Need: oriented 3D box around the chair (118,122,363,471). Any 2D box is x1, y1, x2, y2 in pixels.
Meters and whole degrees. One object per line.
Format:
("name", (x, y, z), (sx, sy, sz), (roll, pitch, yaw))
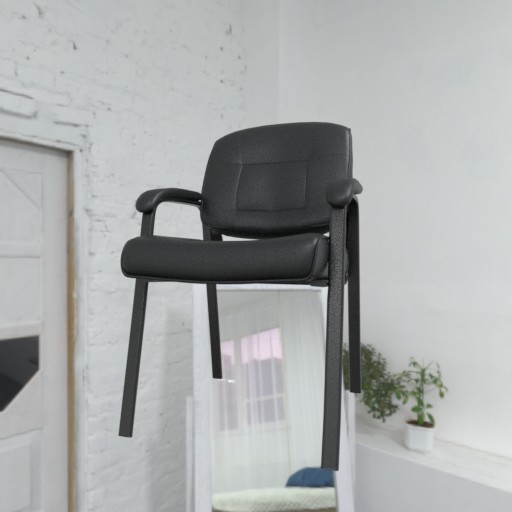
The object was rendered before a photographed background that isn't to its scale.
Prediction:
("chair", (0.000, 0.000, 1.279), (0.591, 0.910, 0.668), (0, 1, 19))
